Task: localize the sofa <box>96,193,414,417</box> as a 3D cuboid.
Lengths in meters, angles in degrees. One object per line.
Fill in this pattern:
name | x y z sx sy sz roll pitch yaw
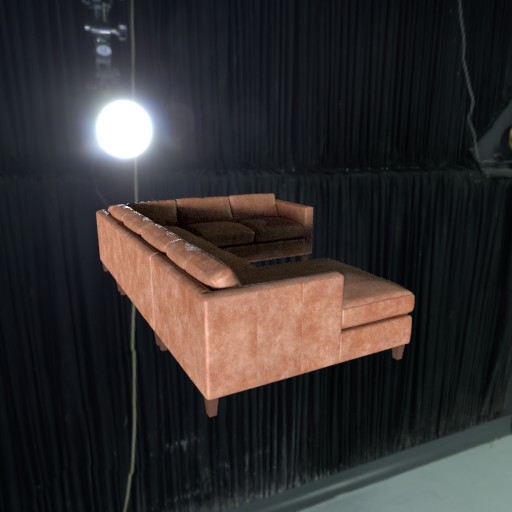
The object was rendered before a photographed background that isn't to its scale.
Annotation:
sofa | 0.000 0.000 4.352 2.430 0.832 3.401 -8 16 -27
